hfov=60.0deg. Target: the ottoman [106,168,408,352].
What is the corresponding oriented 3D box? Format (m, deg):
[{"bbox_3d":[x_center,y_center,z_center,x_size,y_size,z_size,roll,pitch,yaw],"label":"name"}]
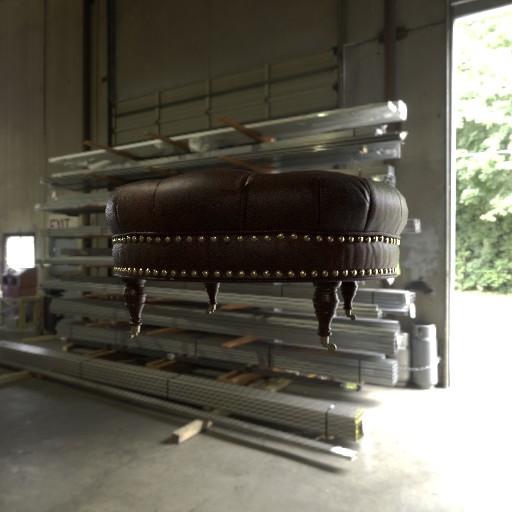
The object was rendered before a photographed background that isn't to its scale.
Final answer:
[{"bbox_3d":[0.000,0.000,1.388,0.901,0.455,0.901,0,0,0],"label":"ottoman"}]
